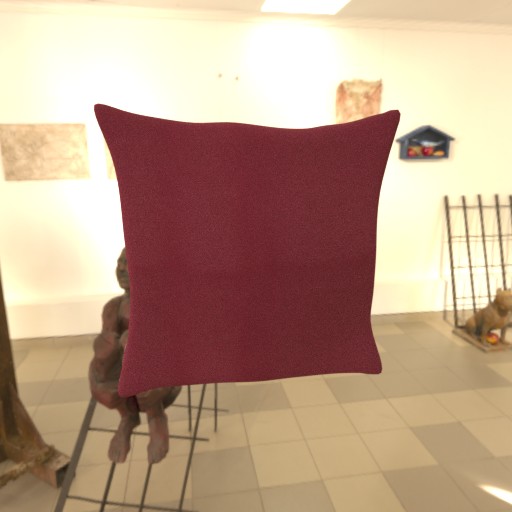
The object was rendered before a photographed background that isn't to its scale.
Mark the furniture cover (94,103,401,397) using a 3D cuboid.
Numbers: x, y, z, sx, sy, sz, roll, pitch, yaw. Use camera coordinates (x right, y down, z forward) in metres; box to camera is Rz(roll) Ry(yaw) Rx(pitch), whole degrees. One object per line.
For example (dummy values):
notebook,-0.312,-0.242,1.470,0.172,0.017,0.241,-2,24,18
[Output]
furniture cover,0.000,0.000,0.796,0.514,0.513,0.163,-2,14,-10
